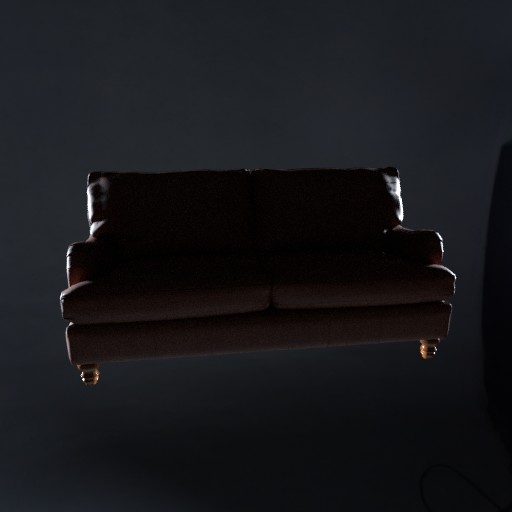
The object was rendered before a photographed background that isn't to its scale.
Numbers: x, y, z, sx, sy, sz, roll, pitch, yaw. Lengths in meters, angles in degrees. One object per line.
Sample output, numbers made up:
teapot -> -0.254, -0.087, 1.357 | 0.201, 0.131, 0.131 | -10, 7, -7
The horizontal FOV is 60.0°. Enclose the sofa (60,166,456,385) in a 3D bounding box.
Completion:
sofa -> 0.000, 0.000, 2.833 | 2.144, 1.071, 1.147 | -2, 16, -8
